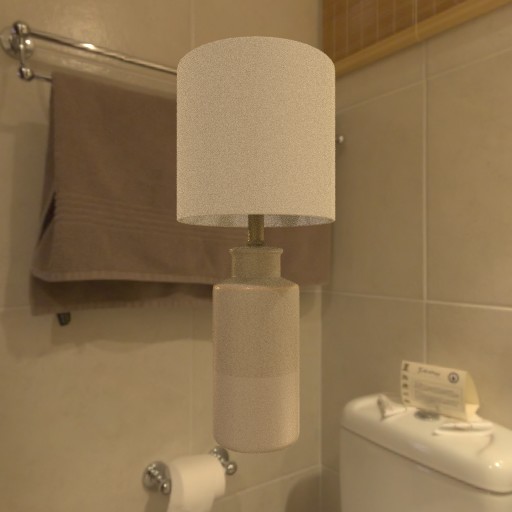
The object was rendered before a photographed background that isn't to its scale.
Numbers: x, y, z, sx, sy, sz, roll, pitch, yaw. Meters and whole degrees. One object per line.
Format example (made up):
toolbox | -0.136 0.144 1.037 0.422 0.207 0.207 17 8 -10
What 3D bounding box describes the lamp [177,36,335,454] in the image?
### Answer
lamp | 0.000 0.000 0.603 0.212 0.493 0.212 0 0 18
